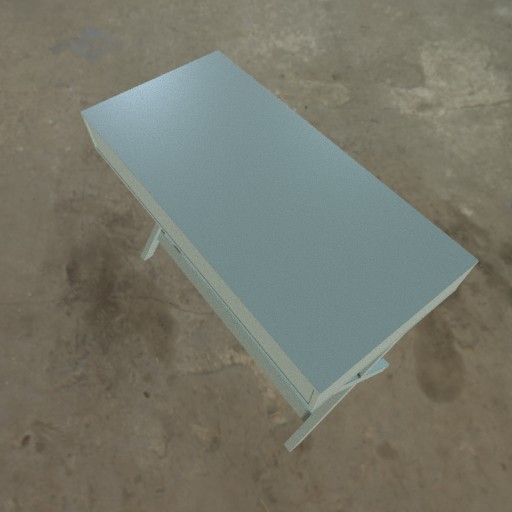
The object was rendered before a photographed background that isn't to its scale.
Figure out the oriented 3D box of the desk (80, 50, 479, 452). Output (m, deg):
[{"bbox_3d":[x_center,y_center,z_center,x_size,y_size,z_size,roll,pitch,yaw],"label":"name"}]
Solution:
[{"bbox_3d":[0.000,0.000,1.510,0.509,0.780,1.059,-33,63,-19],"label":"desk"}]
